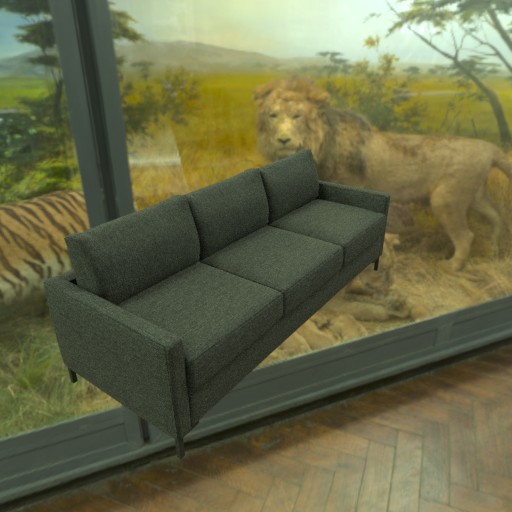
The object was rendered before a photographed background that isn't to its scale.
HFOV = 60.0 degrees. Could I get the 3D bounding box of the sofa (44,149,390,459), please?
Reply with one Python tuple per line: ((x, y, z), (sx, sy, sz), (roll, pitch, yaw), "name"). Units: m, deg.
((0.000, 0.000, 2.733), (0.876, 0.879, 2.253), (18, 31, 32), "sofa")
